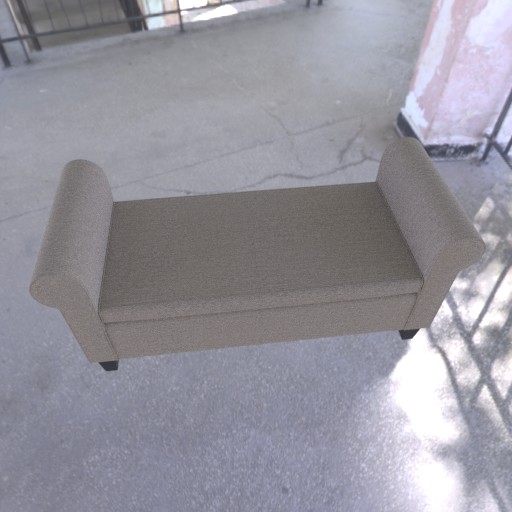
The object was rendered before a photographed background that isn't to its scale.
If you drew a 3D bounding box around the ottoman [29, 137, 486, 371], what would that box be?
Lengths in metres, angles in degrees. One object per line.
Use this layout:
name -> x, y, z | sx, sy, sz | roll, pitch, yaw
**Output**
ottoman -> 0.000, 0.000, 1.533 | 1.256, 0.547, 0.521 | -5, 48, -5
